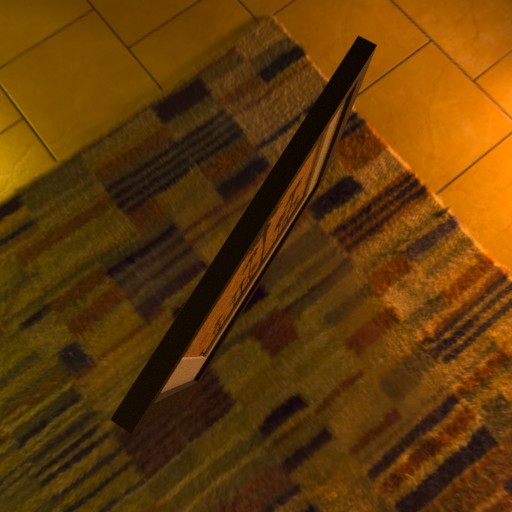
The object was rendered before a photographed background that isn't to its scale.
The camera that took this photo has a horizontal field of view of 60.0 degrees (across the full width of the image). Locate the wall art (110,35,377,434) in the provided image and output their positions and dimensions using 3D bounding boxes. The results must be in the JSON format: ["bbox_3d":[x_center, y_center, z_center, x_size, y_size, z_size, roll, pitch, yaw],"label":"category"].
[{"bbox_3d":[0.000,0.000,0.753,0.028,0.460,0.561,31,79,6],"label":"wall art"}]
